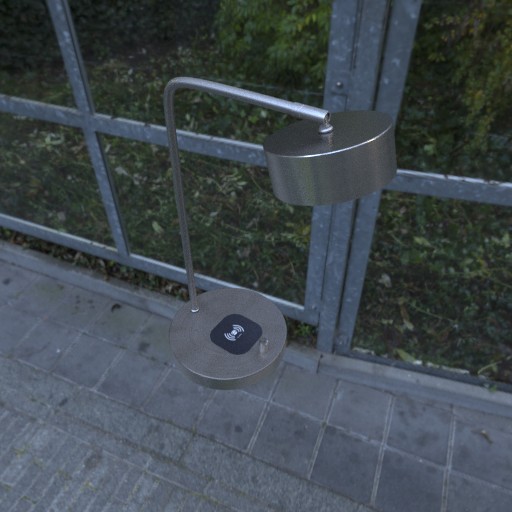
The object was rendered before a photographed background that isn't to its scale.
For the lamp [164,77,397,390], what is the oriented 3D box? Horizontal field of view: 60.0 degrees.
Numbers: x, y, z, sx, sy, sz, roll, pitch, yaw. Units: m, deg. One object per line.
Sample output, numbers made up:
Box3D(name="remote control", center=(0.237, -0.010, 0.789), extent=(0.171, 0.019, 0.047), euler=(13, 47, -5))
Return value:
Box3D(name="lamp", center=(0.000, 0.000, 0.635), extent=(0.334, 0.469, 0.211), euler=(25, 47, 26))
